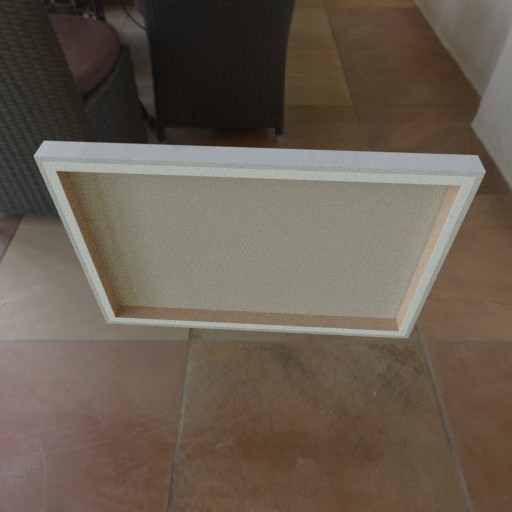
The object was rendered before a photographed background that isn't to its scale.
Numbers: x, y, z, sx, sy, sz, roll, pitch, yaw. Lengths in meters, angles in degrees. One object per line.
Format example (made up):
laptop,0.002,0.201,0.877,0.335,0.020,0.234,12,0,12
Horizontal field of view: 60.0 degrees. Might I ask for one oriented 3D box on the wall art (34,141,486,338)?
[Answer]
wall art,0.000,0.000,0.758,0.609,0.407,0.038,2,48,2
